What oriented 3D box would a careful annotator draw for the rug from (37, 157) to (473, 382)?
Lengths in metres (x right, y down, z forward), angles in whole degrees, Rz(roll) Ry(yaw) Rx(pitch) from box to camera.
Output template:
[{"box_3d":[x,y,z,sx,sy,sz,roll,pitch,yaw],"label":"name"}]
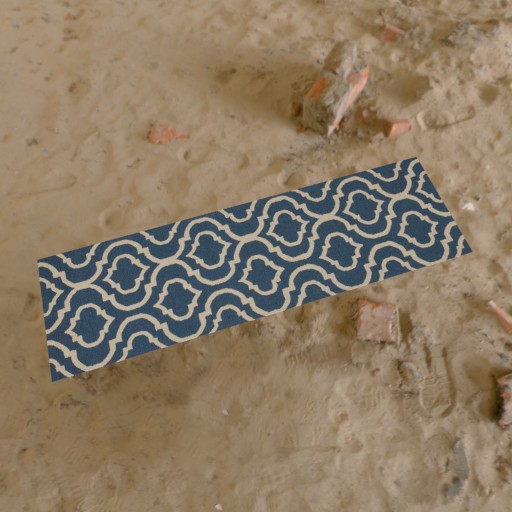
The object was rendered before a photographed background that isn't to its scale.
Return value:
[{"box_3d":[0.000,0.000,2.440,2.296,0.006,0.685,-16,66,-8],"label":"rug"}]
